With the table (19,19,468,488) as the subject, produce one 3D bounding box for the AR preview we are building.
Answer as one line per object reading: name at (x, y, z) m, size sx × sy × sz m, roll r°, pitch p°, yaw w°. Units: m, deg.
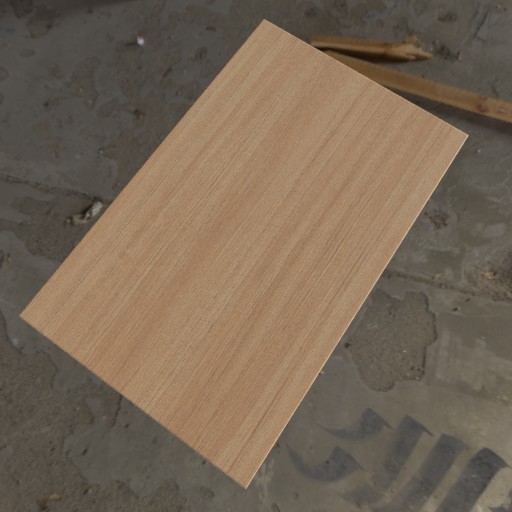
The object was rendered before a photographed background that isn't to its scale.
table at (0.000, 0.000, 1.538) m, size 0.700 × 0.734 × 1.100 m, roll 34°, pitch 78°, yaw 8°
